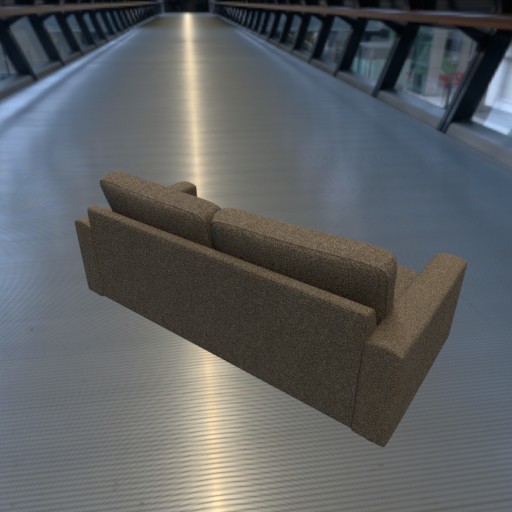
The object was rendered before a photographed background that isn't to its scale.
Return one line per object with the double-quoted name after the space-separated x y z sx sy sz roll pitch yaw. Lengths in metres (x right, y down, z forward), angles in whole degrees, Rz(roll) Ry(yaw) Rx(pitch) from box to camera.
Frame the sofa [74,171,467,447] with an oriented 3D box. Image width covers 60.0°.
0.000 0.000 2.696 2.179 0.873 1.016 20 34 32 "sofa"
